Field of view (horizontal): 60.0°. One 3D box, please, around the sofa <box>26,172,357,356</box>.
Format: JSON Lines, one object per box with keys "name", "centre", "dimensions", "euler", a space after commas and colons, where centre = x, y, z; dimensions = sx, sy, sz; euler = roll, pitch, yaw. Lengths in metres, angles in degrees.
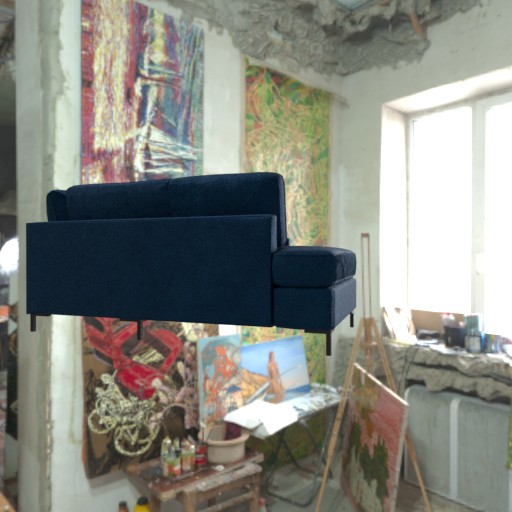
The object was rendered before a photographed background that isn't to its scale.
{"name": "sofa", "centre": [0.000, 0.000, 4.184], "dimensions": [2.055, 0.992, 3.434], "euler": [0, 0, 19]}
